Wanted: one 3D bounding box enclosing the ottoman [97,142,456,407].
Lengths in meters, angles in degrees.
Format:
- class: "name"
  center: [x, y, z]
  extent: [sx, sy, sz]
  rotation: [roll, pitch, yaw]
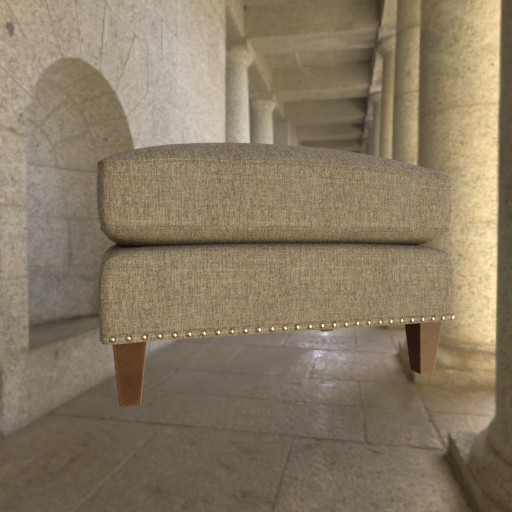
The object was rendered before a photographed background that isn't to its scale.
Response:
- class: "ottoman"
  center: [0.000, 0.000, 1.123]
  extent: [0.741, 0.513, 0.584]
  rotation: [-1, 2, -18]
